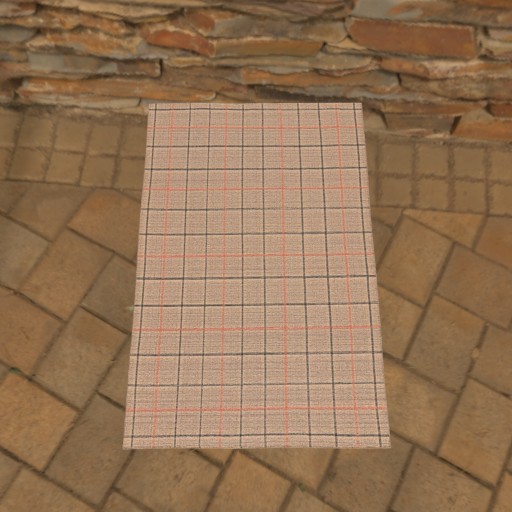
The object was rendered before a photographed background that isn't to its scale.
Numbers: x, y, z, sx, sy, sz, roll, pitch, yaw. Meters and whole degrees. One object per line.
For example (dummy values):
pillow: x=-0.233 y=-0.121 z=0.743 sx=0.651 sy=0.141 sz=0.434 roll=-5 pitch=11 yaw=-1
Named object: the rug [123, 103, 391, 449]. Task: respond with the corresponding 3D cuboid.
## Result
rug: x=0.000 y=0.000 z=2.277 sx=1.220 sy=0.013 sz=1.829 roll=0 pitch=73 yaw=0
